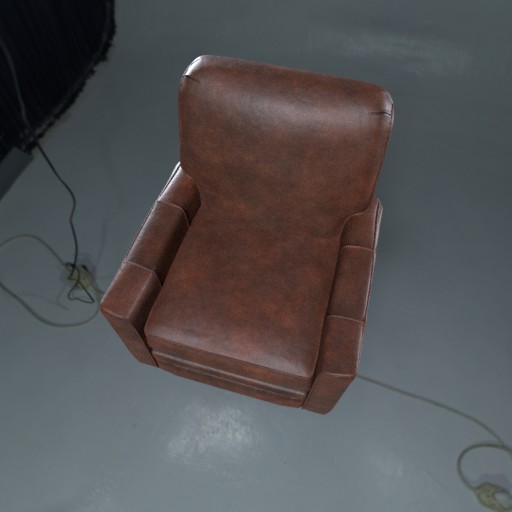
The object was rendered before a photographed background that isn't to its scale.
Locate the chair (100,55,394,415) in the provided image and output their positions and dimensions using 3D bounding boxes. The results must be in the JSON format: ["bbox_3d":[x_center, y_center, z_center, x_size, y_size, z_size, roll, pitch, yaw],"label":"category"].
[{"bbox_3d":[0.000,0.000,1.642,0.843,1.043,0.836,14,60,8],"label":"chair"}]
